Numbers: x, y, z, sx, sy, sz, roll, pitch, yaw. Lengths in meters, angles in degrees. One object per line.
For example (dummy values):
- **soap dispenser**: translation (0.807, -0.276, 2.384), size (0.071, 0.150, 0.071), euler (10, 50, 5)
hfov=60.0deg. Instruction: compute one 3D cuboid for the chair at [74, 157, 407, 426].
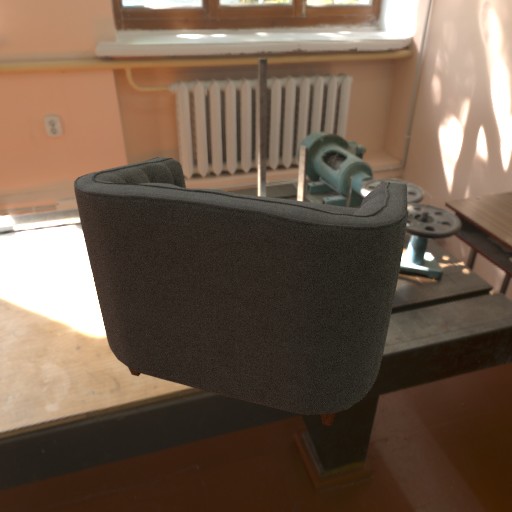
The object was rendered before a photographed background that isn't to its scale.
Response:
- **chair**: translation (0.000, 0.000, 1.769), size (1.104, 0.852, 0.941), euler (9, 32, 15)
